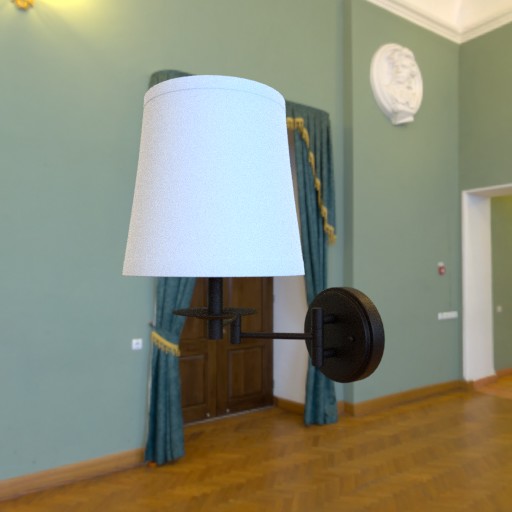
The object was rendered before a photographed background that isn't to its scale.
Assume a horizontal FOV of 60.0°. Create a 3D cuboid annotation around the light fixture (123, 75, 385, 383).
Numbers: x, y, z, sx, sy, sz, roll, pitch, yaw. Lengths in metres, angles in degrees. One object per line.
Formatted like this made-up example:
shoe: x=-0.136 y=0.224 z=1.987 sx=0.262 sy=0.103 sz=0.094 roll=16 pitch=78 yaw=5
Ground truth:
light fixture: x=0.000 y=0.000 z=0.267 sx=0.157 sy=0.172 sz=0.100 roll=1 pitch=-1 yaw=-35
